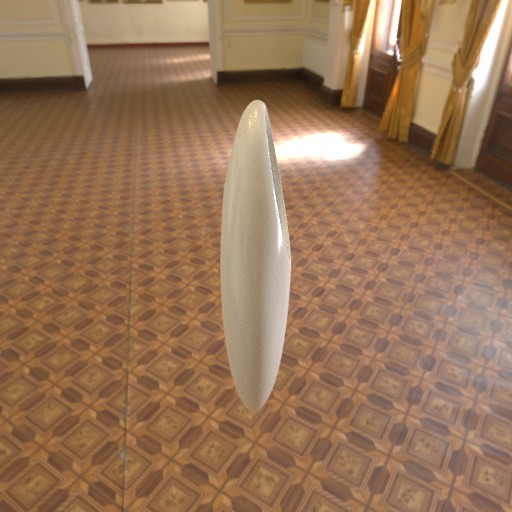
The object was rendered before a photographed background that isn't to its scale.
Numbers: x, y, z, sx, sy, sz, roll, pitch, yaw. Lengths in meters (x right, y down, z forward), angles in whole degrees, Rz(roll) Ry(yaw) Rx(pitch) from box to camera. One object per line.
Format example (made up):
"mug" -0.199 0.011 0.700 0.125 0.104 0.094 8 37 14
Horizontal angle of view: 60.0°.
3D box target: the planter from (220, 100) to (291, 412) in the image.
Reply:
"planter" 0.000 0.000 0.284 0.043 0.188 0.185 0 31 0
